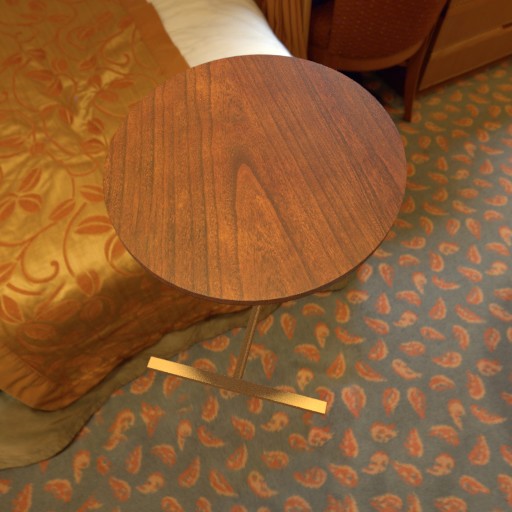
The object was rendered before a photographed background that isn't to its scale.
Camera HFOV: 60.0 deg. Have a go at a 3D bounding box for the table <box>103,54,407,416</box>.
[{"bbox_3d":[0.000,0.000,1.095,0.530,0.706,0.577,12,60,7],"label":"table"}]
